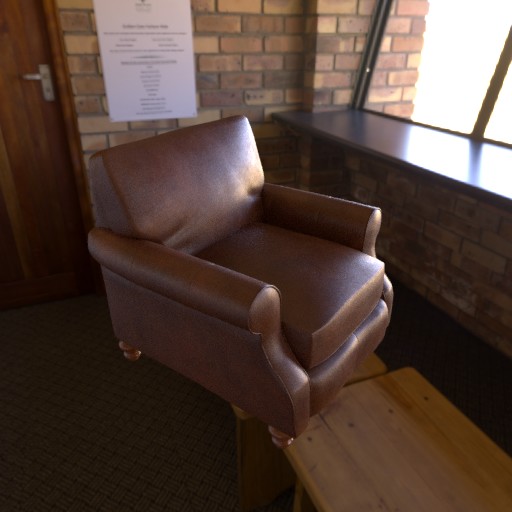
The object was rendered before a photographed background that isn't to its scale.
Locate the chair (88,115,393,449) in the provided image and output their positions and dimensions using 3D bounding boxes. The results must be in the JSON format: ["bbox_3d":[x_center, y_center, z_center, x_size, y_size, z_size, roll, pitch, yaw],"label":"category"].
[{"bbox_3d":[0.000,0.000,1.809,0.992,0.972,0.989,18,31,32],"label":"chair"}]
